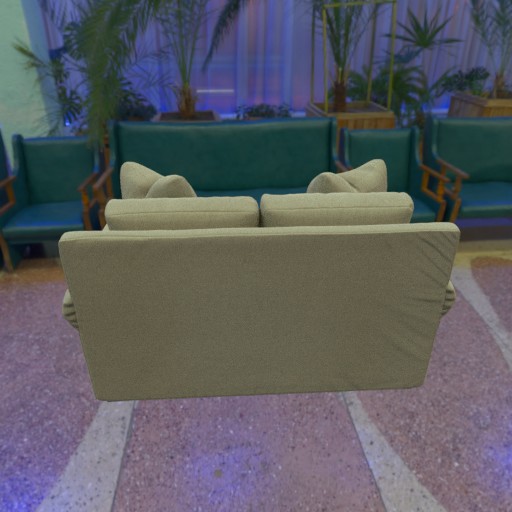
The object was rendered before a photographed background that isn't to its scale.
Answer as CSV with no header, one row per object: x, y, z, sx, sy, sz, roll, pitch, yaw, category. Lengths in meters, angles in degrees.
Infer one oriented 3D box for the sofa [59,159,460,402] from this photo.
0.000,0.000,2.177,1.550,0.905,1.070,-2,29,-3,sofa
